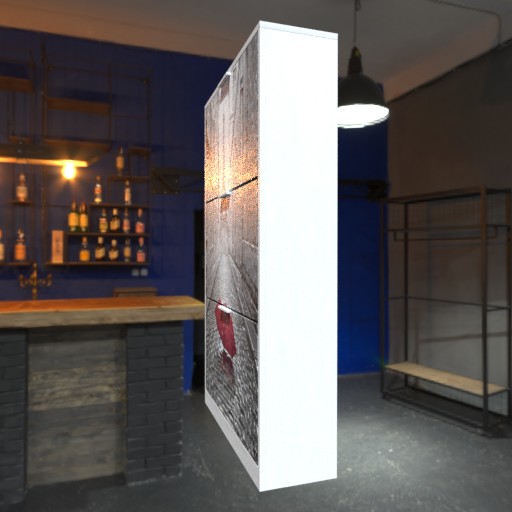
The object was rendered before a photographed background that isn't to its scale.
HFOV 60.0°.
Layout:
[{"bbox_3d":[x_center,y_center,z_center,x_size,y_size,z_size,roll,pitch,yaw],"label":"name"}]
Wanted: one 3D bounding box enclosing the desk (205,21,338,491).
[{"bbox_3d":[0.000,0.000,1.595,0.250,1.280,0.750,0,1,-18],"label":"desk"}]
